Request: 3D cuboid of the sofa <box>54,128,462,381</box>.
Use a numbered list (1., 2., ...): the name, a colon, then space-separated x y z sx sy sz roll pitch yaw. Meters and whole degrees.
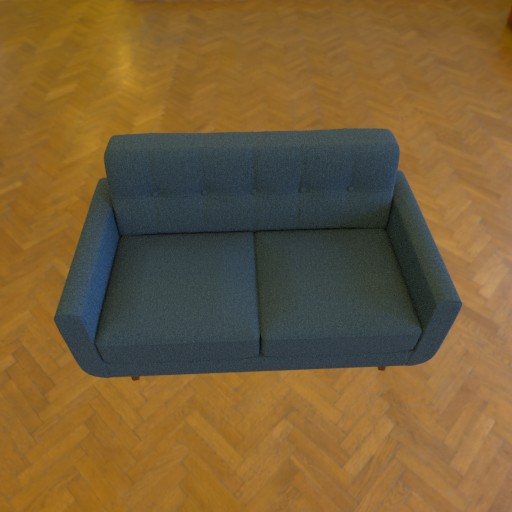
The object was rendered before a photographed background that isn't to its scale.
1. sofa: 0.000 0.000 2.187 1.651 0.896 0.942 -2 46 -2
